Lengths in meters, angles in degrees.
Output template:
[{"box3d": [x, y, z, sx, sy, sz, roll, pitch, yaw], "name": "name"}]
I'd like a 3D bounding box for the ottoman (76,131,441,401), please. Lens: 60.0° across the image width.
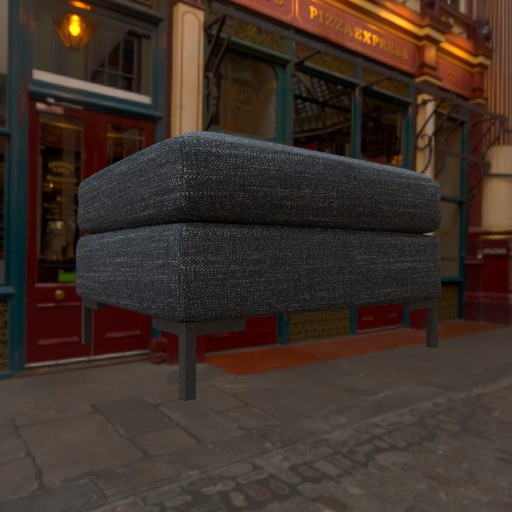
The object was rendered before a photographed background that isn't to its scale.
[{"box3d": [0.000, 0.000, 1.223, 0.814, 0.491, 0.667, 0, 0, -36], "name": "ottoman"}]
